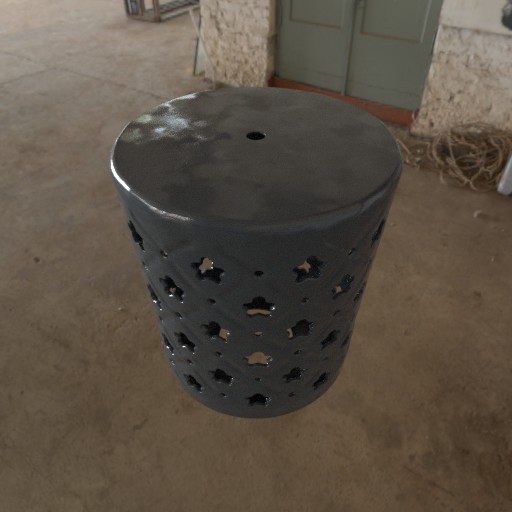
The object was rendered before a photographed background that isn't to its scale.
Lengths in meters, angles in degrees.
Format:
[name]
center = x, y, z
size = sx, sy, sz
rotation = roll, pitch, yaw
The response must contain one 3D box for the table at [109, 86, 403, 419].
[table]
center = 0.000, 0.000, 0.663
size = 0.352, 0.387, 0.352
rotation = 0, 41, 0
